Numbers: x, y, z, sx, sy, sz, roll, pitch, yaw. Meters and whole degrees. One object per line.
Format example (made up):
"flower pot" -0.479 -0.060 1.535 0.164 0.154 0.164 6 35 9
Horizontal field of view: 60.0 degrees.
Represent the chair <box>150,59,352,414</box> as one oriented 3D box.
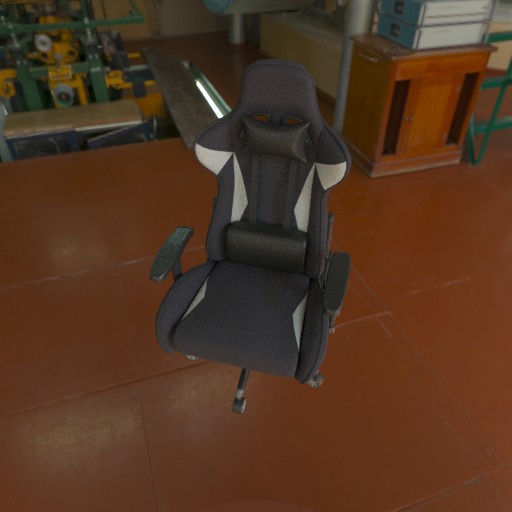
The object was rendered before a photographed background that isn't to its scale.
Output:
"chair" 0.000 0.000 1.739 0.730 1.300 0.695 10 41 12
